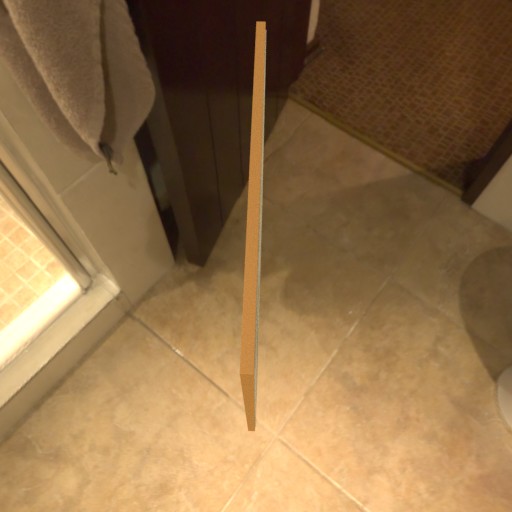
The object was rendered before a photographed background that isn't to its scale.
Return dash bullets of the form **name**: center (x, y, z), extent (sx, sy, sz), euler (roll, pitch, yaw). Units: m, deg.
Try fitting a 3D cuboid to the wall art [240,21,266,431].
- **wall art**: center (0.000, 0.000, 0.679), extent (0.013, 0.455, 0.457), euler (2, 63, 1)
